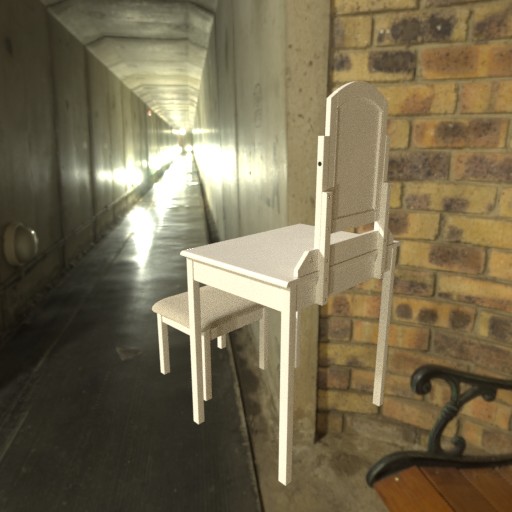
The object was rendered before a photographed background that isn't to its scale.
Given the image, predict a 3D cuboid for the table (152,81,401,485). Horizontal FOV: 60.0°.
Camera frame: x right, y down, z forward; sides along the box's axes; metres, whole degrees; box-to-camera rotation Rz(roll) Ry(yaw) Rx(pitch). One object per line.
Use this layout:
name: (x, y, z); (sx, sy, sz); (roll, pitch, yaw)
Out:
table: (0.000, 0.000, 2.324); (1.211, 1.631, 0.876); (15, 22, 42)
